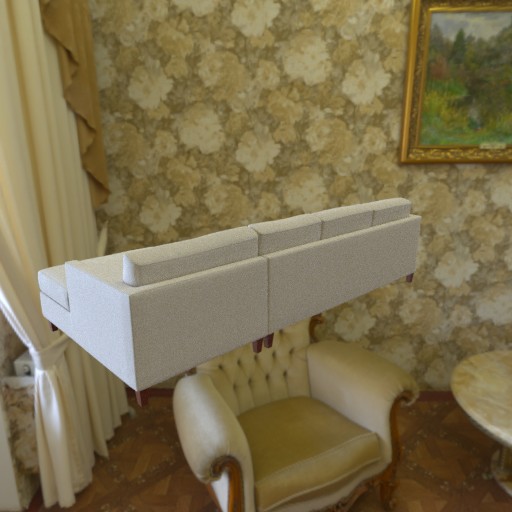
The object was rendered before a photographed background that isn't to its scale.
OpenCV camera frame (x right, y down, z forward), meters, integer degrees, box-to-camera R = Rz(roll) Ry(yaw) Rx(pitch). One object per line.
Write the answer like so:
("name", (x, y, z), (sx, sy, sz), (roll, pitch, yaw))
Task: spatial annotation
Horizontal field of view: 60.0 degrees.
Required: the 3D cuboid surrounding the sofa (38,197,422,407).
("sofa", (0.000, 0.000, 4.219), (3.471, 0.954, 1.599), (-15, 21, -42))
